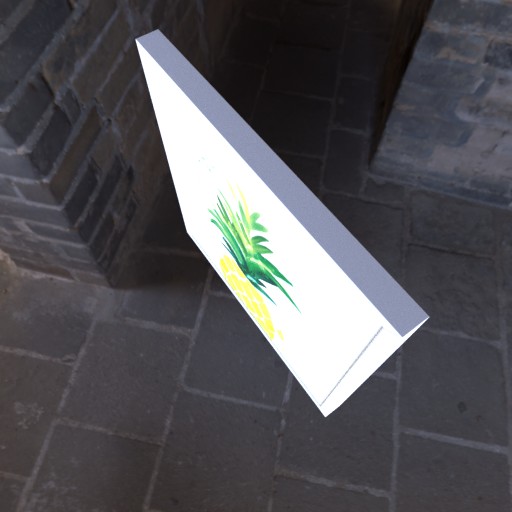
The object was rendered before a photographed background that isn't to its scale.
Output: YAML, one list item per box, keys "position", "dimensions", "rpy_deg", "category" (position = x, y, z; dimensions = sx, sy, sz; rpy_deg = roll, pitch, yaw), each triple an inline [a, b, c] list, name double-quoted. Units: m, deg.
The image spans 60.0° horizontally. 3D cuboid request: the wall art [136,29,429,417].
- position: [0.000, 0.000, 0.729]
  dimensions: [0.035, 0.507, 0.508]
  rpy_deg: [-32, 67, -16]
  category: "wall art"
